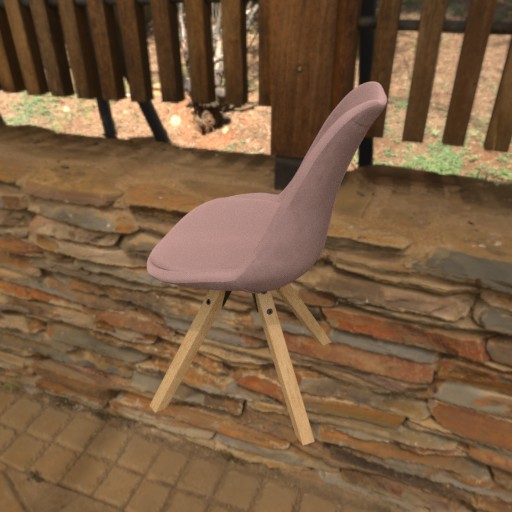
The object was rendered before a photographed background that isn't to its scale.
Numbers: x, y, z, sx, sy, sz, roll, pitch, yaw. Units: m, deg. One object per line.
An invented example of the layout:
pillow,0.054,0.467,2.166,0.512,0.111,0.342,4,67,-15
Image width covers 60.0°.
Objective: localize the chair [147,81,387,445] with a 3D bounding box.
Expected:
chair,0.000,0.000,1.163,0.550,0.850,0.485,7,31,13
